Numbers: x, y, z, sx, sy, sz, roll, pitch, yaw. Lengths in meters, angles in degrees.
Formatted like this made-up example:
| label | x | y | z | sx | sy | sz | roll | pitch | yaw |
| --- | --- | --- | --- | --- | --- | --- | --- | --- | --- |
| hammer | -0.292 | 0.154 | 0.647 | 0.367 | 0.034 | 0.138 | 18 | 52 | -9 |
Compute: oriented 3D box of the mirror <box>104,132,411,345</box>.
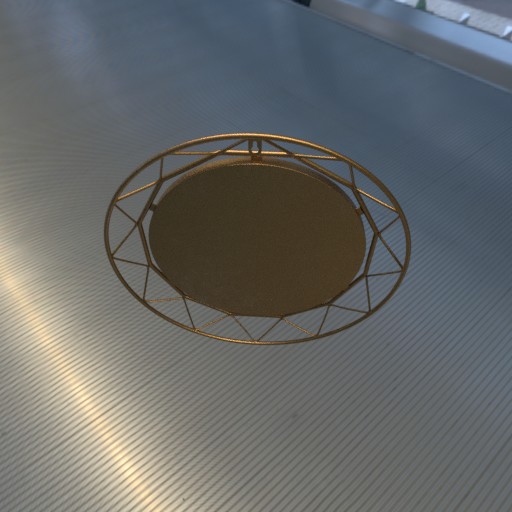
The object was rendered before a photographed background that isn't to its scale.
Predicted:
| label | x | y | z | sx | sy | sz | roll | pitch | yaw |
| --- | --- | --- | --- | --- | --- | --- | --- | --- | --- |
| mirror | 0.000 | 0.000 | 0.687 | 0.454 | 0.454 | 0.043 | 3 | 47 | 2 |
